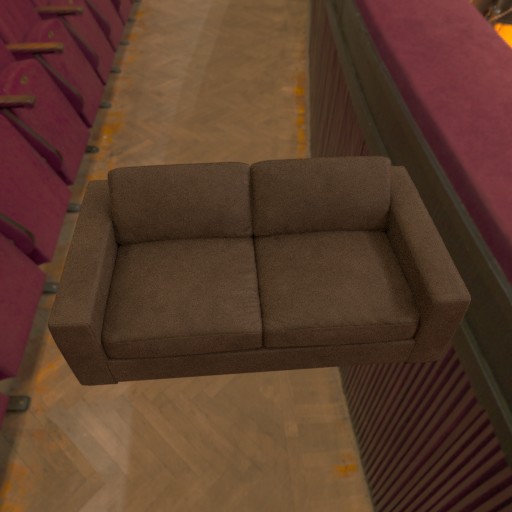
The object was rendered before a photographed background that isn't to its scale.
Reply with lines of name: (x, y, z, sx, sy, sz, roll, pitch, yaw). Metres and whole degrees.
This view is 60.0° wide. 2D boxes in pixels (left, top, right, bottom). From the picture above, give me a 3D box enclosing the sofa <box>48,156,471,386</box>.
sofa: (0.000, 0.000, 2.432, 1.920, 0.800, 1.070, -3, 47, -3)
